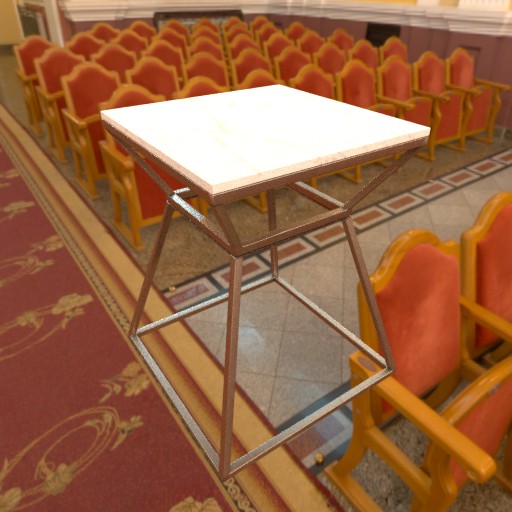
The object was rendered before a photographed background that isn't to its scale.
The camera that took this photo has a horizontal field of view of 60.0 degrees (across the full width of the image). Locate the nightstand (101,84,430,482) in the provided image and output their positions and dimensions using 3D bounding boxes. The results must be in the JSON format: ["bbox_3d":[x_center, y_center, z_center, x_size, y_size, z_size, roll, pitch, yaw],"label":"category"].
[{"bbox_3d":[0.000,0.000,0.905,0.455,0.554,0.455,-20,38,-29],"label":"nightstand"}]
